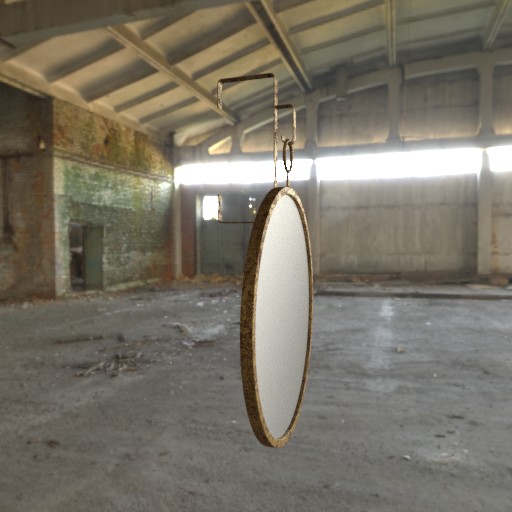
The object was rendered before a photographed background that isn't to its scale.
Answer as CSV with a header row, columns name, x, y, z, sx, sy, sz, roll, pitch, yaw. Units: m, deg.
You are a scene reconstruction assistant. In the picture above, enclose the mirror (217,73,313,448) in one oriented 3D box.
name,x,y,z,sx,sy,sz,roll,pitch,yaw
mirror,0.000,0.000,0.811,0.144,0.651,0.447,0,1,17
